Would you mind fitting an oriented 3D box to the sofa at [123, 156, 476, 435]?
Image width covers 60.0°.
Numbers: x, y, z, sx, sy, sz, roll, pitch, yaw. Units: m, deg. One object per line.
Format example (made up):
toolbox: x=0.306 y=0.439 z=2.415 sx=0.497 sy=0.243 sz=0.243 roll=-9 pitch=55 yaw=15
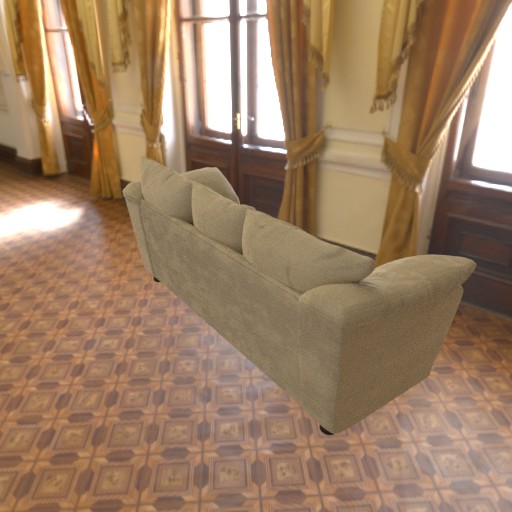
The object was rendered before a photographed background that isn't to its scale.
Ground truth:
sofa: x=0.000 y=0.000 z=2.806 sx=0.893 sy=0.981 sz=2.377 roll=-17 pitch=29 yaw=-32
